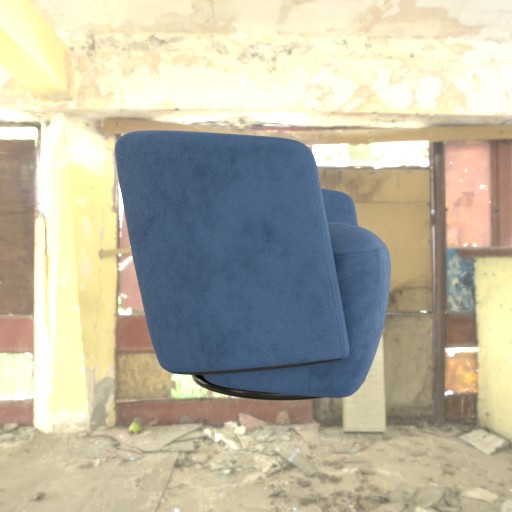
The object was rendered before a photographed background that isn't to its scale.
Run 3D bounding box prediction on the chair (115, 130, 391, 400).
[{"bbox_3d":[0.000,0.000,1.329,0.767,0.698,0.773,0,-1,19],"label":"chair"}]
